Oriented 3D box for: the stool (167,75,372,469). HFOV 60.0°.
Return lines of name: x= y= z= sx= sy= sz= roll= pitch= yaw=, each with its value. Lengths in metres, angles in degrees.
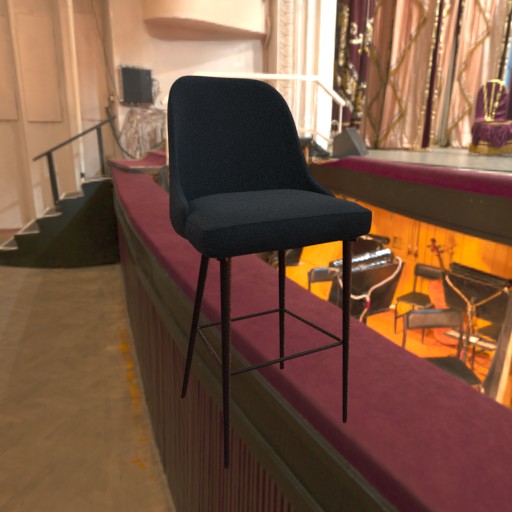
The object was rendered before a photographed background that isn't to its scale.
stool: x=0.000 y=0.000 z=1.375 sx=0.527 sy=1.079 sz=0.489 roll=-8 pitch=18 yaw=-27
